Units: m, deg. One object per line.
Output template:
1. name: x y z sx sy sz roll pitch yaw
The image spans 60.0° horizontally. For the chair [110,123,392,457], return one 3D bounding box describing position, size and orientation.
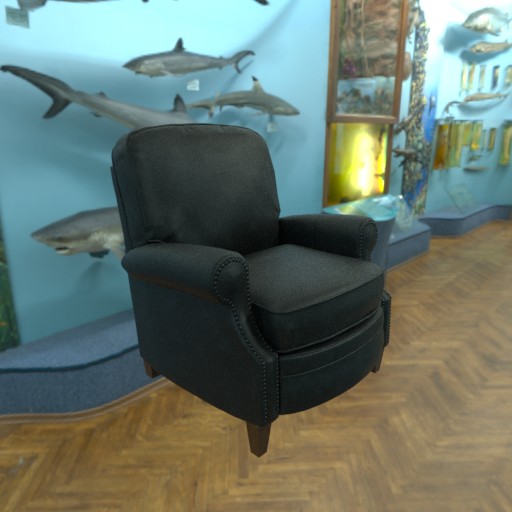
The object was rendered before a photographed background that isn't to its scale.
1. chair: 0.000 0.000 1.760 0.986 1.018 0.936 15 22 42
